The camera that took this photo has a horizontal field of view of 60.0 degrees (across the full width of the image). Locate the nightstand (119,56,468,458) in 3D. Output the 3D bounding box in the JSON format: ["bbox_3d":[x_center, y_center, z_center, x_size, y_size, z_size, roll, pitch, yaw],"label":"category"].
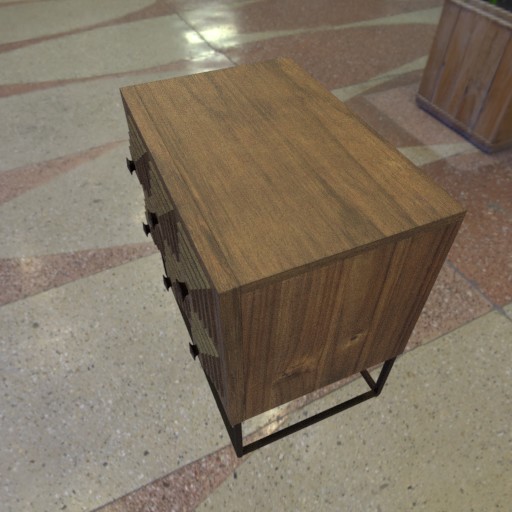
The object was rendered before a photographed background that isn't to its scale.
[{"bbox_3d":[0.000,0.000,1.024,0.437,0.610,0.610,-18,49,-16],"label":"nightstand"}]
